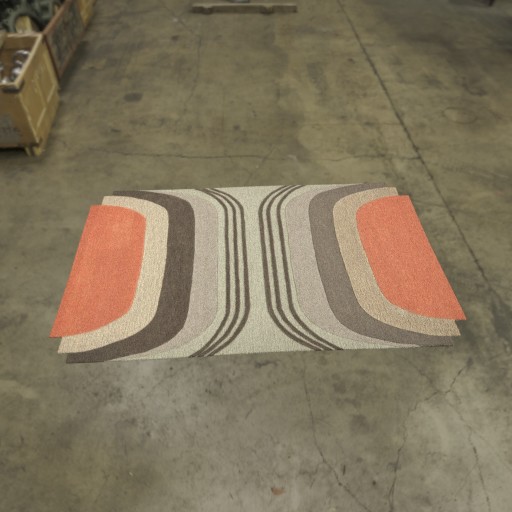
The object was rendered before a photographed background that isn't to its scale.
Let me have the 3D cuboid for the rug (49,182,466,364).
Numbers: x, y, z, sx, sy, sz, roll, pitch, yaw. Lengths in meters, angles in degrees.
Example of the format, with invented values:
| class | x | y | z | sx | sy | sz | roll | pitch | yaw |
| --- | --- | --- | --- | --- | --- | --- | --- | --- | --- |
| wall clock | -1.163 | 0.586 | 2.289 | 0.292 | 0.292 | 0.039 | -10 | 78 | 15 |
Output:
| class | x | y | z | sx | sy | sz | roll | pitch | yaw |
| --- | --- | --- | --- | --- | --- | --- | --- | --- | --- |
| rug | 0.000 | 0.000 | 2.996 | 2.446 | 0.017 | 1.530 | -2 | 46 | -2 |
